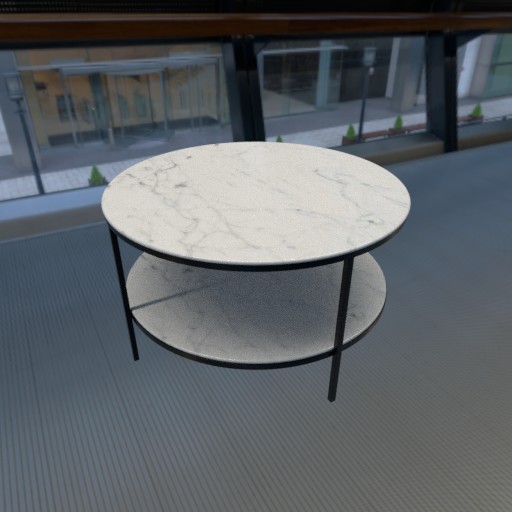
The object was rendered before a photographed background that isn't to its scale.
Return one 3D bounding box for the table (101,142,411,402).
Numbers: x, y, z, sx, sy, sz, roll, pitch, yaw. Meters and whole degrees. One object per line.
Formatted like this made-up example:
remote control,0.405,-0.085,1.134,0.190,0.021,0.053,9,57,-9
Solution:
table,0.000,0.000,1.310,0.800,0.450,0.800,0,31,0
